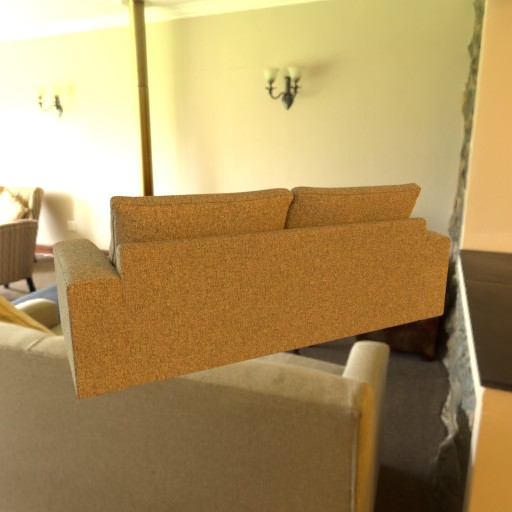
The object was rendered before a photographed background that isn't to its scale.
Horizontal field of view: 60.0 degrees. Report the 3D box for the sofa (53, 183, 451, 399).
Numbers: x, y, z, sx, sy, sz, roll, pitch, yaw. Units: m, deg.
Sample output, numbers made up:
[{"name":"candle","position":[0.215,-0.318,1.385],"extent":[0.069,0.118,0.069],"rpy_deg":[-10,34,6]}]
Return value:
[{"name":"sofa","position":[0.000,0.000,2.815],"extent":[2.299,0.922,1.040],"rpy_deg":[-7,15,-26]}]
